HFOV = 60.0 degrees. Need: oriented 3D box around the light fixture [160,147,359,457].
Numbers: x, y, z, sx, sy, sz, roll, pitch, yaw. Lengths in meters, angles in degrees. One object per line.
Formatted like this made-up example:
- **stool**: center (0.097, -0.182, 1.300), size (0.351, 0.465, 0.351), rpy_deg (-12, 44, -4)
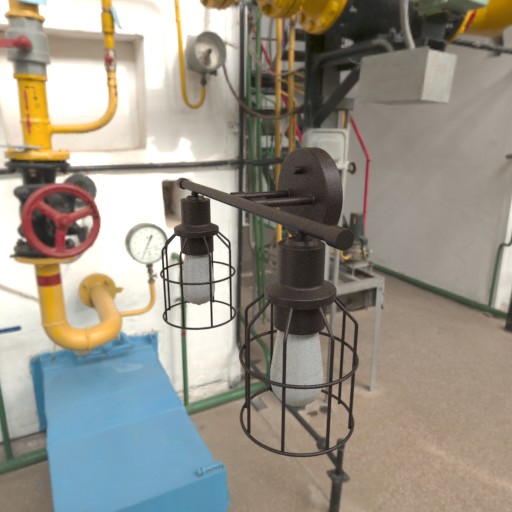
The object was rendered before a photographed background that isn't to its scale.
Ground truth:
- **light fixture**: center (0.000, 0.000, 0.539), size (0.165, 0.254, 0.406), rpy_deg (-8, 18, -25)
